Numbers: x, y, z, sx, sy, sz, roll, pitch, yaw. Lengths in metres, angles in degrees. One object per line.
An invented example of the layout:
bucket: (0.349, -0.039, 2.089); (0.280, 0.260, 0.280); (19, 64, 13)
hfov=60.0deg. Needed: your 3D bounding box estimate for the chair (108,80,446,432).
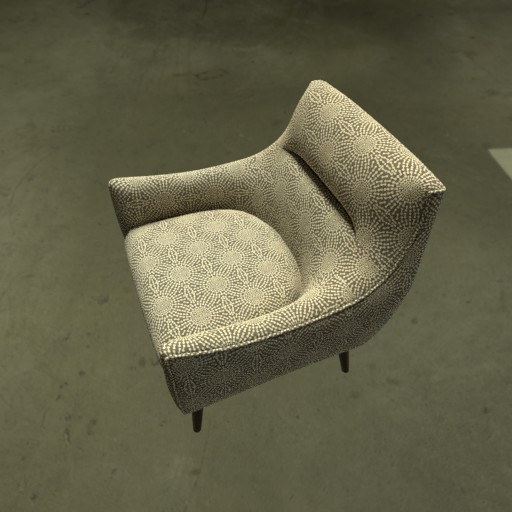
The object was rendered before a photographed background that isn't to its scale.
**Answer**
chair: (0.000, 0.000, 1.450); (0.787, 0.838, 0.762); (-17, 49, -15)
